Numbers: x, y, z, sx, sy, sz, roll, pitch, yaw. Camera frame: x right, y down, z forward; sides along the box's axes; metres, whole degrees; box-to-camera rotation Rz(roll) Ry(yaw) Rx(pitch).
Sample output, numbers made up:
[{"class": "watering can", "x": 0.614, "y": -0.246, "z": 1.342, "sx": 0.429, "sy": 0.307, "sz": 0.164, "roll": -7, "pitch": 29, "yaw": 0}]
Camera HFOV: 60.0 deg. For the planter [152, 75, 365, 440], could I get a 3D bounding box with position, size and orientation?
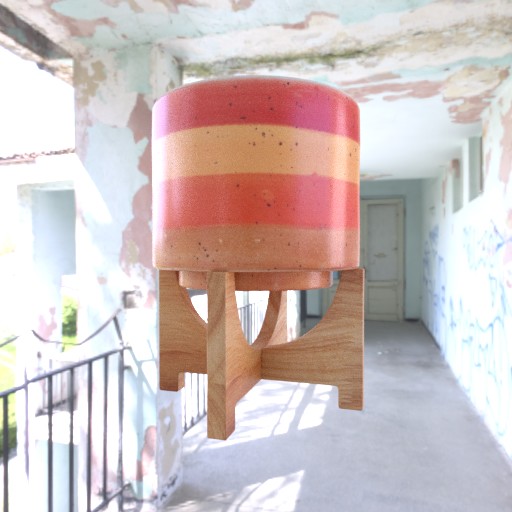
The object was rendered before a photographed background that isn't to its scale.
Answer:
[{"class": "planter", "x": 0.000, "y": 0.000, "z": 0.419, "sx": 0.199, "sy": 0.268, "sz": 0.199, "roll": 0, "pitch": 1, "yaw": 0}]
